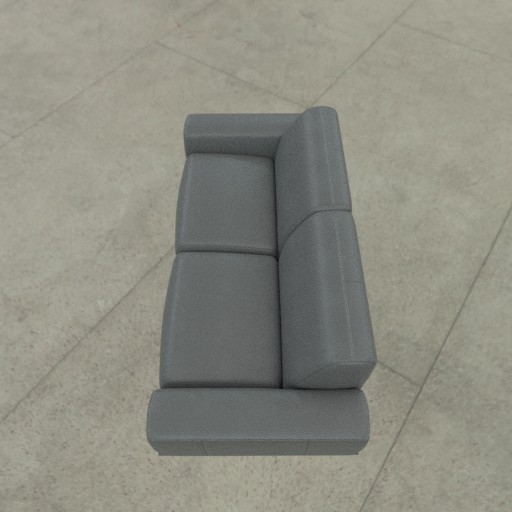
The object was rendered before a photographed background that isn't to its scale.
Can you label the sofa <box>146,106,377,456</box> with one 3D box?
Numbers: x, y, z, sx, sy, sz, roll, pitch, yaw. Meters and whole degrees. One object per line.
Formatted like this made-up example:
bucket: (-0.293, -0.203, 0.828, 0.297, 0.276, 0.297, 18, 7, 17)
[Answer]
sofa: (0.000, 0.000, 2.318, 0.900, 0.772, 1.901, 0, 56, 0)
